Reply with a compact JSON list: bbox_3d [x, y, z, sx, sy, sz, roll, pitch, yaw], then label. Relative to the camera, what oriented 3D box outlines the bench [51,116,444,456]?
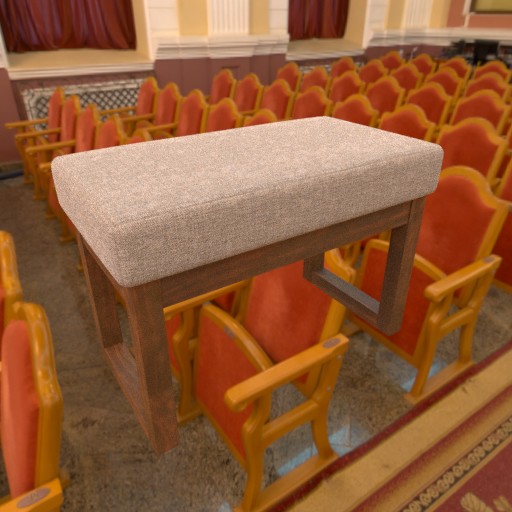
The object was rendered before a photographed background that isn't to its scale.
[{"bbox_3d":[0.000,0.000,0.955,0.681,0.467,0.366,-18,33,-29],"label":"bench"}]
